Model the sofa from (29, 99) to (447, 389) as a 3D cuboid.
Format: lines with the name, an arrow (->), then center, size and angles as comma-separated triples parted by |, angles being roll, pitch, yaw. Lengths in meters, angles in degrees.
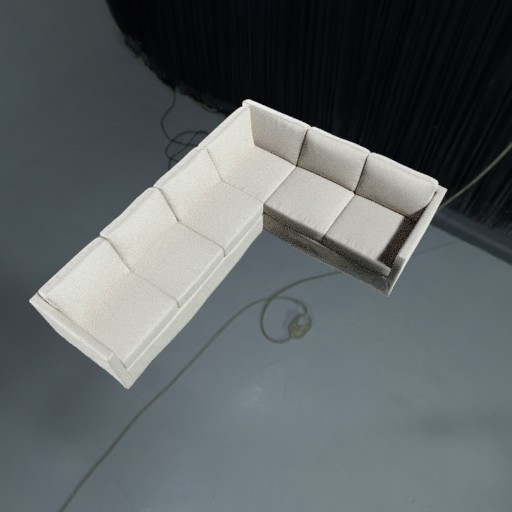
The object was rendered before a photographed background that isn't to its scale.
sofa -> 0.000, 0.000, 4.231 | 2.432, 0.871, 3.182 | 30, 61, 18
